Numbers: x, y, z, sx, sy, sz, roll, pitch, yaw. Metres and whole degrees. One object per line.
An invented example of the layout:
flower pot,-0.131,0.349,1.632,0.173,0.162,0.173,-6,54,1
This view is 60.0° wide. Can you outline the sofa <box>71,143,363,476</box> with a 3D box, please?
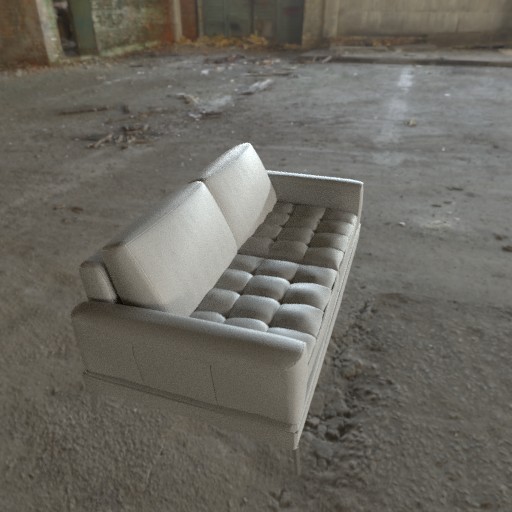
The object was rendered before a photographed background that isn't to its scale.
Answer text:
sofa,0.000,0.000,2.767,1.121,0.930,2.177,10,31,16
